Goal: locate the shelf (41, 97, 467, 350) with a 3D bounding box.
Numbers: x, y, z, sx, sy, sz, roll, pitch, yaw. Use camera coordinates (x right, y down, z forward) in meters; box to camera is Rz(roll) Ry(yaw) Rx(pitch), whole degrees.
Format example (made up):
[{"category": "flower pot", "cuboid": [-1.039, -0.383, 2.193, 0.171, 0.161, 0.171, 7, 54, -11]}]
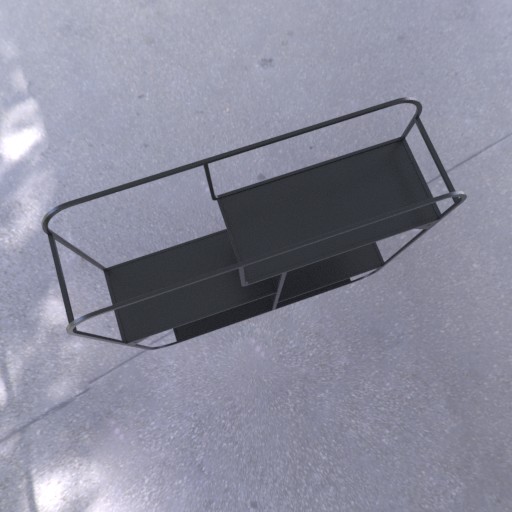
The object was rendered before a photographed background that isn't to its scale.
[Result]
[{"category": "shelf", "cuboid": [0.000, 0.000, 0.884, 0.600, 0.600, 0.160, -18, 76, -5]}]
